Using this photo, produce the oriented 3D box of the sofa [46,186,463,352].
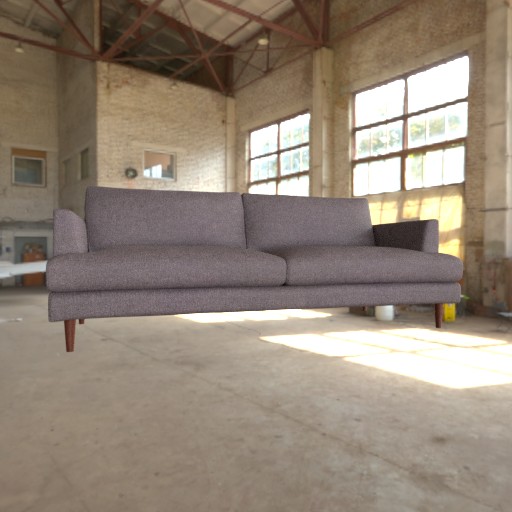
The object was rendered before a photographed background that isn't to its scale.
[{"bbox_3d":[0.000,0.000,2.740,2.250,0.868,1.020,0,1,-18],"label":"sofa"}]
